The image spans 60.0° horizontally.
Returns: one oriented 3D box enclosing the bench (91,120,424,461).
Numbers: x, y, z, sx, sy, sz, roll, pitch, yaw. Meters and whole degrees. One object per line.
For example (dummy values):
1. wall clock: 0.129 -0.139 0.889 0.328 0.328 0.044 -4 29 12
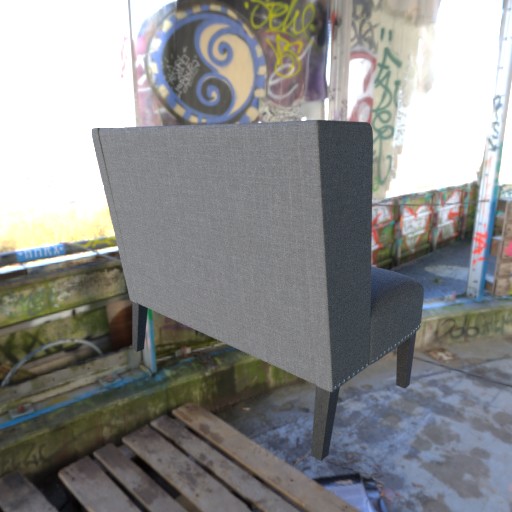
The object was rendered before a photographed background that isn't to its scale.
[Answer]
1. bench: 0.000 0.000 2.003 1.276 1.121 0.842 14 20 42
